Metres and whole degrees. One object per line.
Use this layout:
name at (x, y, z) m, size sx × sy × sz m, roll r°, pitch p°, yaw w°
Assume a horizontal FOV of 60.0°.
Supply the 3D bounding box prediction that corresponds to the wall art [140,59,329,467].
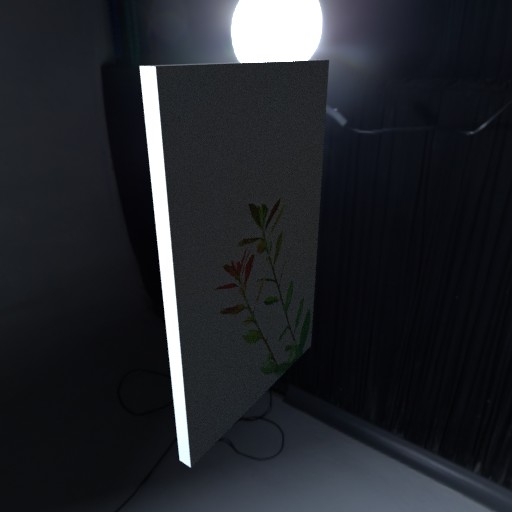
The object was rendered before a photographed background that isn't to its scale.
wall art at (0.000, 0.000, 1.142) m, size 0.039 × 0.915 × 0.612 m, roll 17°, pitch 30°, yaw 32°
